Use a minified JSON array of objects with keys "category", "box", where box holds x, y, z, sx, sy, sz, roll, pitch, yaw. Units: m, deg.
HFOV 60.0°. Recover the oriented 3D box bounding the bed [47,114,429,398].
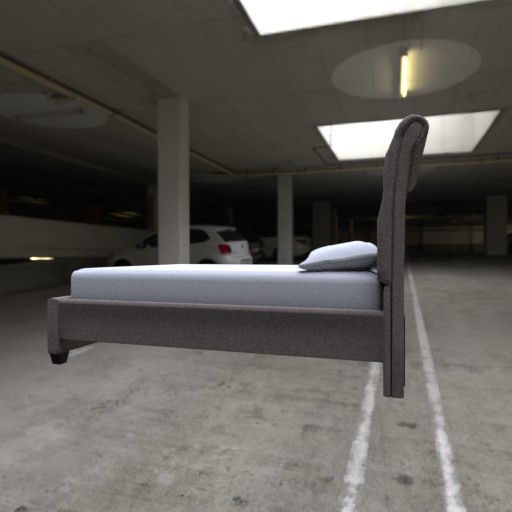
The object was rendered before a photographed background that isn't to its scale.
[{"category":"bed","box":[0.000,0.000,3.225,2.252,1.371,1.645,0,0,18]}]
